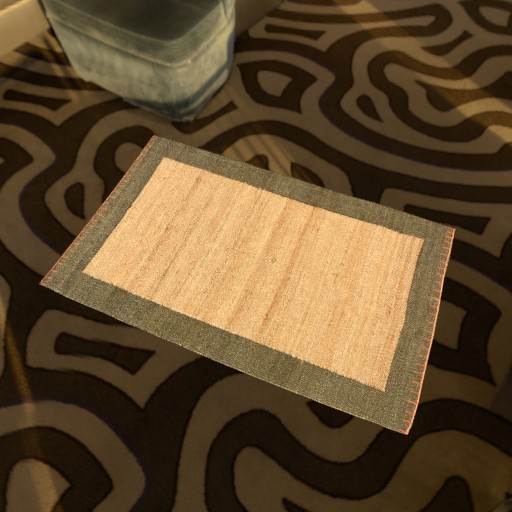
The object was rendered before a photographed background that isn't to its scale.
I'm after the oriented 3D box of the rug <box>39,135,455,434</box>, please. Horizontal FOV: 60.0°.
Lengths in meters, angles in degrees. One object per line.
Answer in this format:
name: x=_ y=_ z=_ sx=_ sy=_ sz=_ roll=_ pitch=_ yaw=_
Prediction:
rug: x=0.000 y=0.000 z=2.997 sx=2.435 sy=0.006 sz=1.521 roll=20 pitch=60 yaw=12
